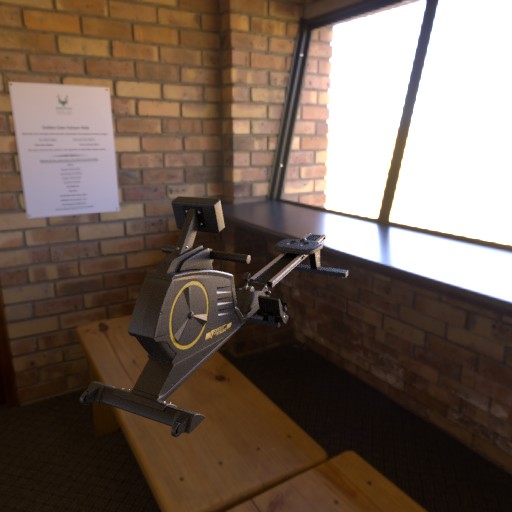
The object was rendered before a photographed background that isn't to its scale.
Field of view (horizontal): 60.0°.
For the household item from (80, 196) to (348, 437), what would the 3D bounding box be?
[{"bbox_3d":[0.000,0.000,2.563,0.521,0.810,2.251,7,17,25],"label":"household item"}]
